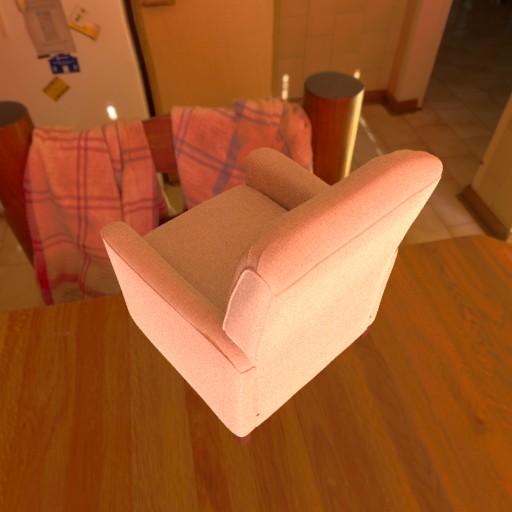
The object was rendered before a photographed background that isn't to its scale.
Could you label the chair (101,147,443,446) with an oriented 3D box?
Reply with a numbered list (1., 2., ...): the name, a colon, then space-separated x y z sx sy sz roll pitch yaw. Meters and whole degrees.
1. chair: 0.000 0.000 1.639 0.845 1.023 0.859 -33 55 -27
